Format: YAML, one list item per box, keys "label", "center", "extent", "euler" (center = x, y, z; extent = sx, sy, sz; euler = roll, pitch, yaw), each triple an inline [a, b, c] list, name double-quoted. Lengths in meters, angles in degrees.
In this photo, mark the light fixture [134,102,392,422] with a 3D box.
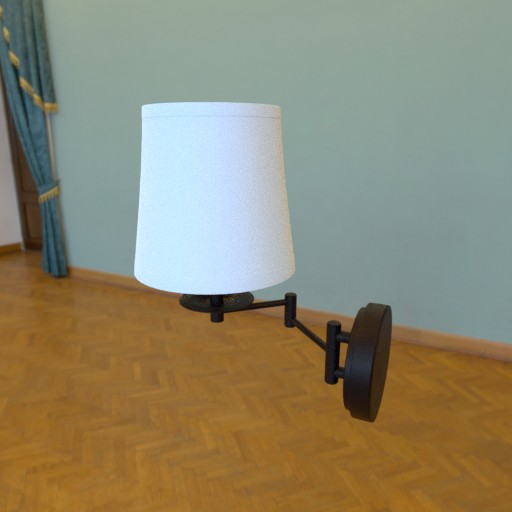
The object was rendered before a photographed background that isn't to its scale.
- label: "light fixture"
  center: [0.000, 0.000, 0.267]
  extent: [0.157, 0.172, 0.100]
  euler: [7, 17, 24]
